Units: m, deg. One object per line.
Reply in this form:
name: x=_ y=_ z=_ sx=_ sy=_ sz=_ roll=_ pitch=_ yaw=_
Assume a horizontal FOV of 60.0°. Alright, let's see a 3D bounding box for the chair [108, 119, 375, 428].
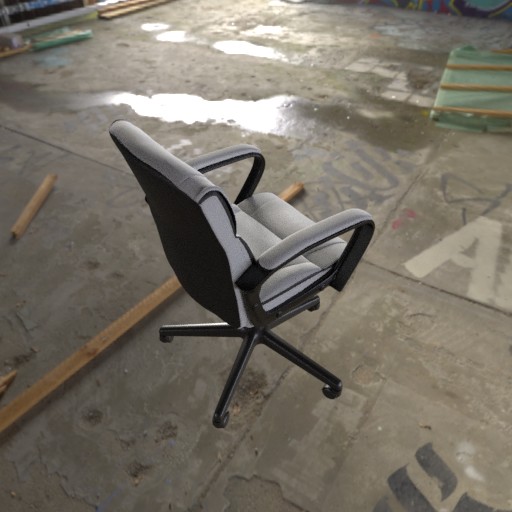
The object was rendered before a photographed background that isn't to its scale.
chair: x=0.000 y=0.000 z=1.478 sx=0.717 sy=1.004 sz=0.739 roll=-27 pitch=47 yaw=-28
